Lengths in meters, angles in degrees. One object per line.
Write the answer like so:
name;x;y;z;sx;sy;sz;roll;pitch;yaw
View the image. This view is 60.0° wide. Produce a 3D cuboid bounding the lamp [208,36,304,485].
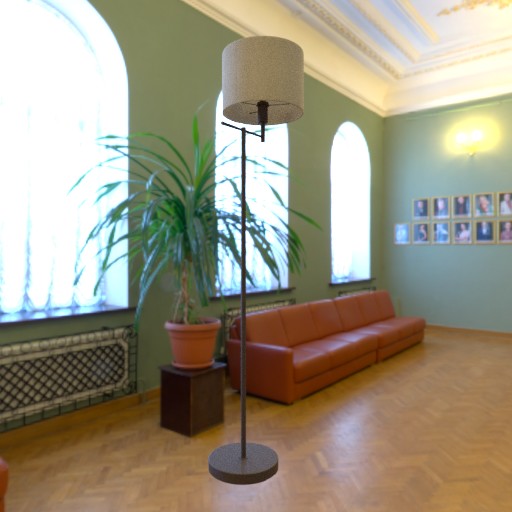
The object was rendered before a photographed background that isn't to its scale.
lamp;0.000;0.000;1.736;0.324;1.600;0.416;0;1;37
